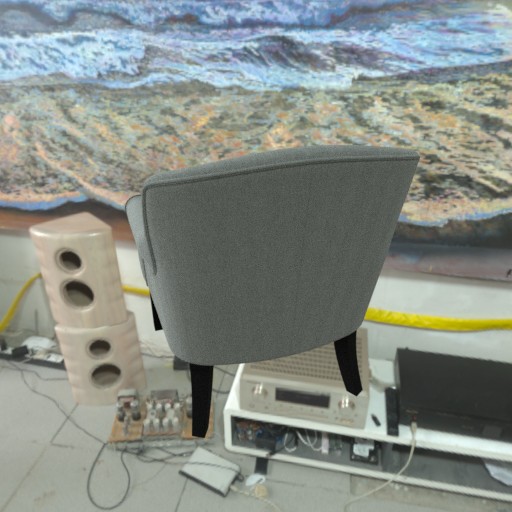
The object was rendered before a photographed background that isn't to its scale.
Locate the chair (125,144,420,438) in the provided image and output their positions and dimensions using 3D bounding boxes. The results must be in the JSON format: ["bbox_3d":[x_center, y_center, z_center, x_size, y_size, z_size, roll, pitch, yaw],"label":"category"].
[{"bbox_3d":[0.000,0.000,1.456,0.772,0.880,0.755,-9,29,-17],"label":"chair"}]
